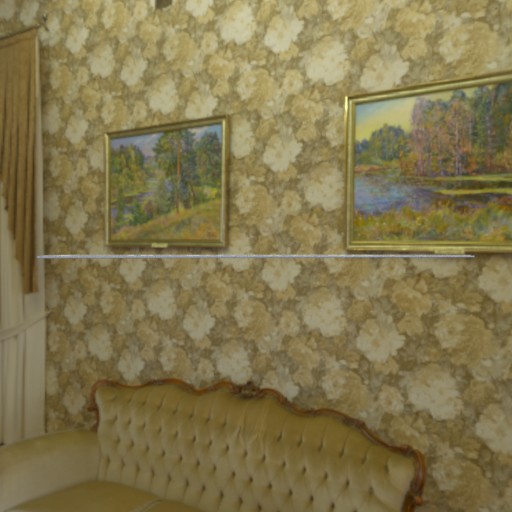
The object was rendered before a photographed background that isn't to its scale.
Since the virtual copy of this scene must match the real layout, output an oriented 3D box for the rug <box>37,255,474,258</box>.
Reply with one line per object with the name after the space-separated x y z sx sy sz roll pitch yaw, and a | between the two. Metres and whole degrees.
0.000 0.000 1.458 1.219 0.007 0.604 0 0 -18 | rug
